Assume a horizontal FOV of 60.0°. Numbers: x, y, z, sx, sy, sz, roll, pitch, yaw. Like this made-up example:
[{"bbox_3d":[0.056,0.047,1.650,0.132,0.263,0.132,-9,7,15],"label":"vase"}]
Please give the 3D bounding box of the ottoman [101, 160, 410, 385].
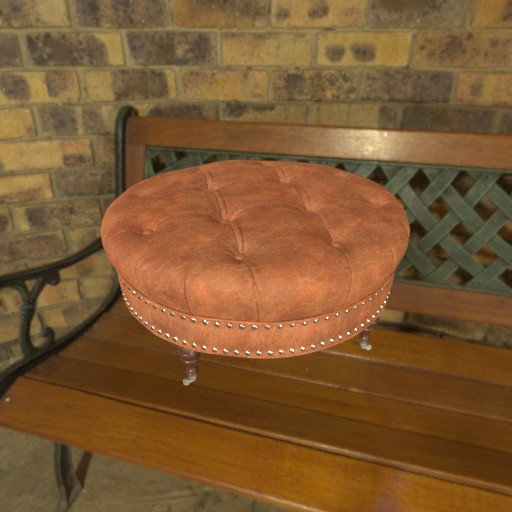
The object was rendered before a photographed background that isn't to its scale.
[{"bbox_3d":[0.000,0.000,1.419,0.901,0.444,0.901,0,29,0],"label":"ottoman"}]
